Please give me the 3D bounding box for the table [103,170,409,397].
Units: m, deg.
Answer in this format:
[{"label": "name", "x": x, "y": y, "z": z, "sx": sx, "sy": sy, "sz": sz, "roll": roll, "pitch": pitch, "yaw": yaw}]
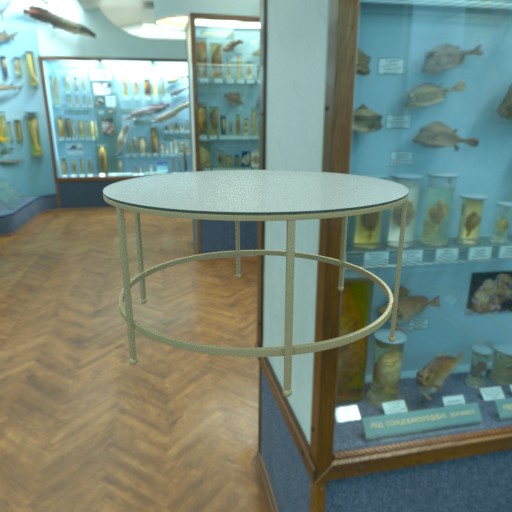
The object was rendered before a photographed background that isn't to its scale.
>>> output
[{"label": "table", "x": 0.000, "y": 0.000, "z": 1.461, "sx": 0.914, "sy": 0.470, "sz": 0.914, "roll": 0, "pitch": 17, "yaw": 0}]
